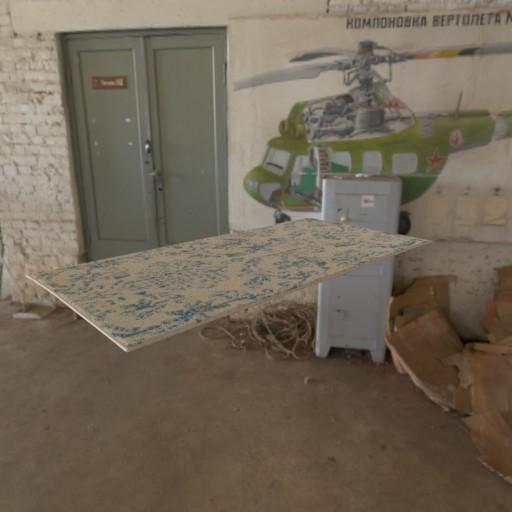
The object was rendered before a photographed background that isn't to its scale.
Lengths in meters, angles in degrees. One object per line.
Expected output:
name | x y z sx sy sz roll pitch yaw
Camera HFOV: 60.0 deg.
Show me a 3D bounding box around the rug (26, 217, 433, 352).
rug | 0.000 0.000 1.432 1.220 0.007 0.605 -15 22 -41
